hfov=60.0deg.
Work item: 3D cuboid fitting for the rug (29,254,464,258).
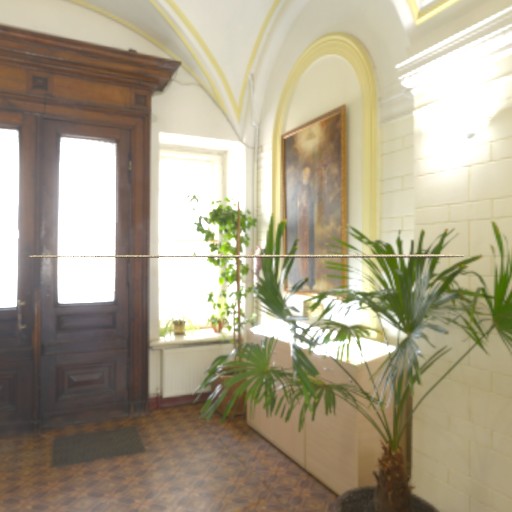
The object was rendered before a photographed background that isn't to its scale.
[{"bbox_3d":[0.000,0.000,3.075,2.447,0.021,1.527,0,0,18],"label":"rug"}]
